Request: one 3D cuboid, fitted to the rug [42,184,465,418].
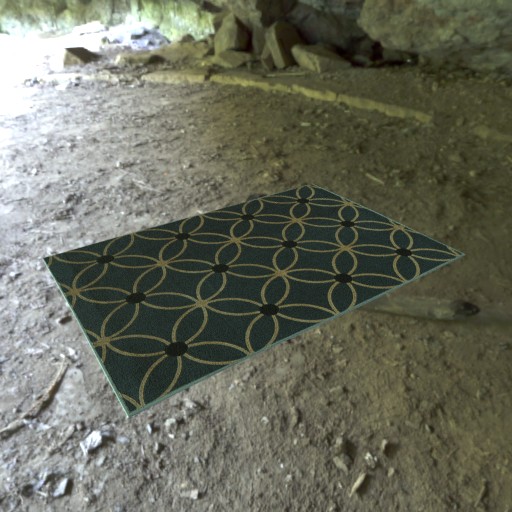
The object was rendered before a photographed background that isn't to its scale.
[{"bbox_3d":[0.000,0.000,2.862,2.284,0.008,1.522,-19,36,-29],"label":"rug"}]
